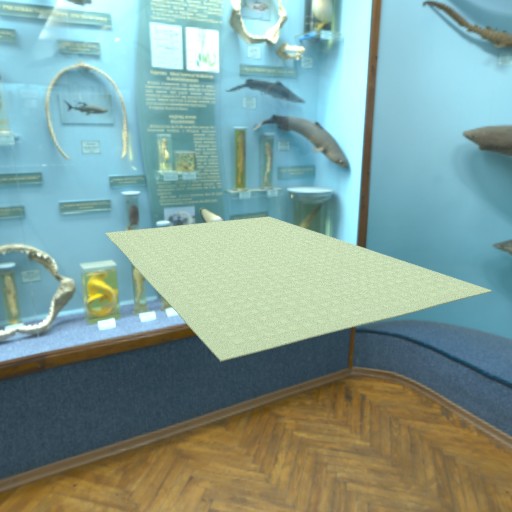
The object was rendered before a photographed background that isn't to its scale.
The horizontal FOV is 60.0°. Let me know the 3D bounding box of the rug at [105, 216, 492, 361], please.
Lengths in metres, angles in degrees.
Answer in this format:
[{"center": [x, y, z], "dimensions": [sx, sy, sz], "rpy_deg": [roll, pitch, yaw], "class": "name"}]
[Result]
[{"center": [0.000, 0.000, 2.191], "dimensions": [1.143, 0.006, 1.747], "rpy_deg": [-8, 18, -27], "class": "rug"}]
